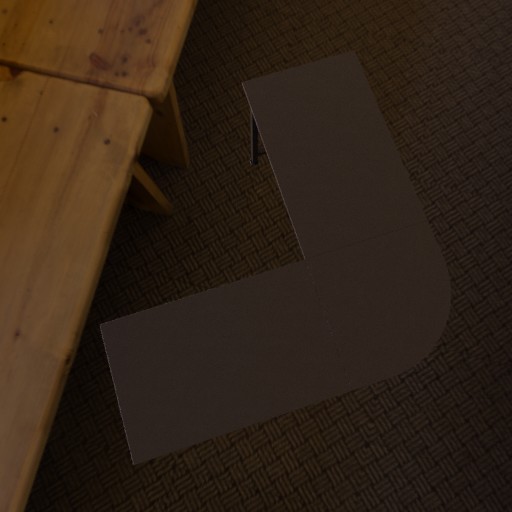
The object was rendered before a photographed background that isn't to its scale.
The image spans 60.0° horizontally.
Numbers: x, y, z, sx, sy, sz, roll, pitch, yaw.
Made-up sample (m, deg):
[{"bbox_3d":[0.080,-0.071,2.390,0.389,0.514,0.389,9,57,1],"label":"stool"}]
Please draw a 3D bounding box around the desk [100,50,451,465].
[{"bbox_3d":[0.000,0.000,2.204,1.400,0.762,1.400,-17,78,-4],"label":"desk"}]
